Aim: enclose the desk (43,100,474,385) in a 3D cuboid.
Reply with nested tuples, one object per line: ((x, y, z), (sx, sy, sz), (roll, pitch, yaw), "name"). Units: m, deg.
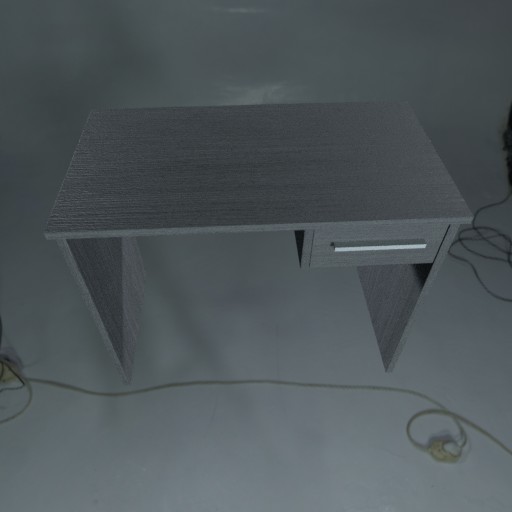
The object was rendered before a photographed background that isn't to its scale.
((0.000, 0.000, 1.351), (0.893, 0.724, 0.498), (-2, 47, -2), "desk")
